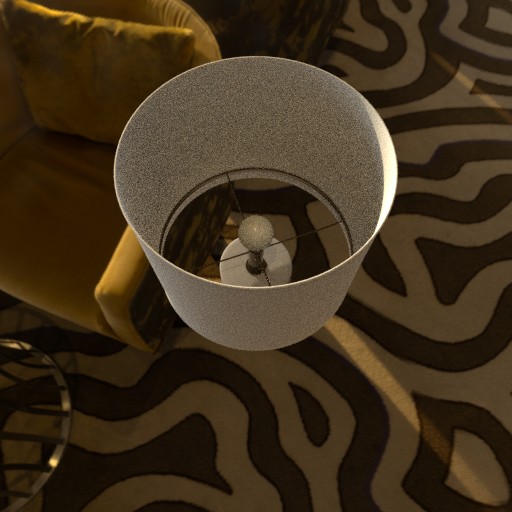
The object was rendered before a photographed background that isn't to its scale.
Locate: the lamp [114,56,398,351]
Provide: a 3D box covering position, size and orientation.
[{"bbox_3d":[0.000,0.000,0.532,0.229,0.380,0.229,0,65,0],"label":"lamp"}]
